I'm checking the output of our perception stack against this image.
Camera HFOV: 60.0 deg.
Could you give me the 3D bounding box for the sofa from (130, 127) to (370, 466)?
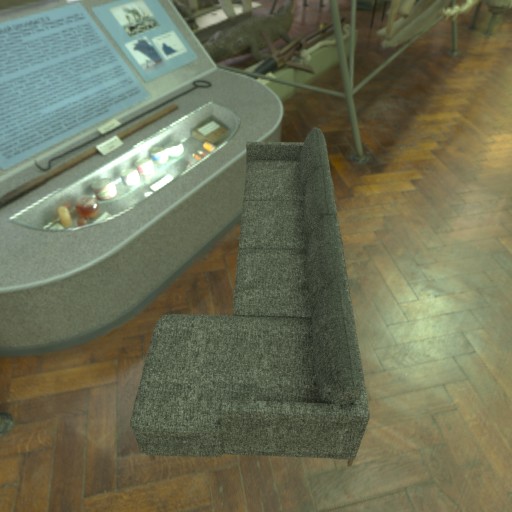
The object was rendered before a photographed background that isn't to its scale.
[{"bbox_3d":[0.000,0.000,4.039,1.488,0.970,3.384,1,43,2],"label":"sofa"}]
